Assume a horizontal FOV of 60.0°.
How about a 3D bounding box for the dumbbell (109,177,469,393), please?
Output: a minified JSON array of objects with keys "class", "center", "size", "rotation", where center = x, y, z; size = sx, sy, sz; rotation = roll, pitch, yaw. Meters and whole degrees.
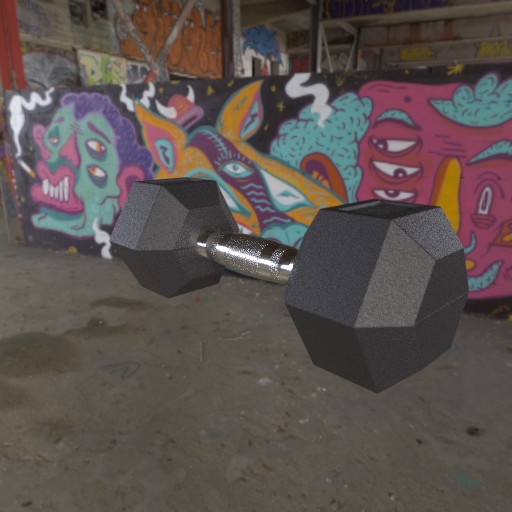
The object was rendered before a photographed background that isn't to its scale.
[{"class":"dumbbell","center":[0.000,0.000,0.347],"size":[0.116,0.101,0.297],"rotation":[-15,21,-42]}]
